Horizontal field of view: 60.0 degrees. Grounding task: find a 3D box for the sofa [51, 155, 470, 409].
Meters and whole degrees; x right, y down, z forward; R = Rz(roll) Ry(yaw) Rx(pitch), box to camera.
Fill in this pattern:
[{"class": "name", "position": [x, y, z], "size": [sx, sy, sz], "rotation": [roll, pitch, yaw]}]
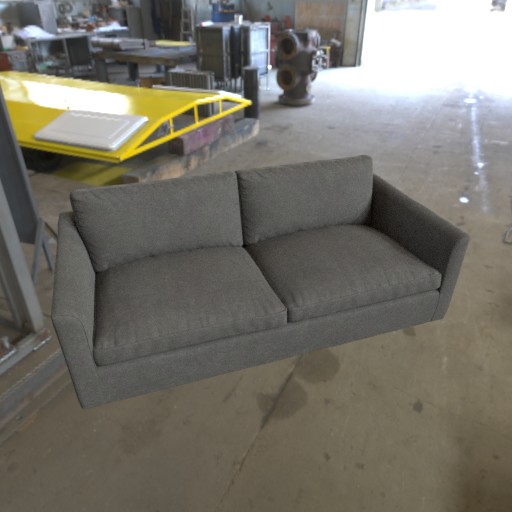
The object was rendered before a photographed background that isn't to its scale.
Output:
[{"class": "sofa", "position": [0.000, 0.000, 2.755], "size": [2.257, 0.838, 1.092], "rotation": [-10, 33, -16]}]
